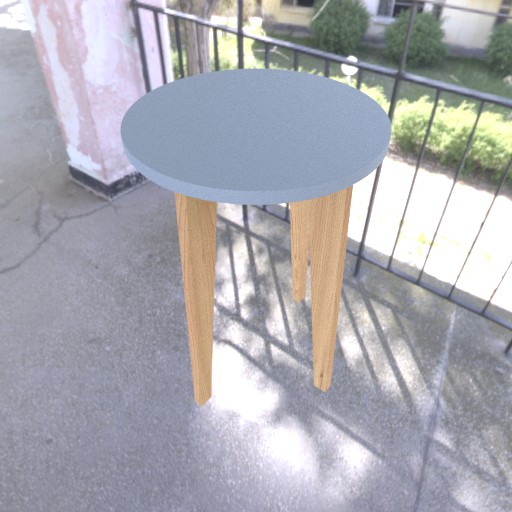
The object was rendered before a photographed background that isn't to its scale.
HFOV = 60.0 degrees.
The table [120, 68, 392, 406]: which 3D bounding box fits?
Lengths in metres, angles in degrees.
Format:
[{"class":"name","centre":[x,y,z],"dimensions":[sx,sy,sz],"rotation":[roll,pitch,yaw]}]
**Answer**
[{"class":"table","centre":[0.000,0.000,0.754],"dimensions":[0.350,0.500,0.350],"rotation":[0,42,0]}]
